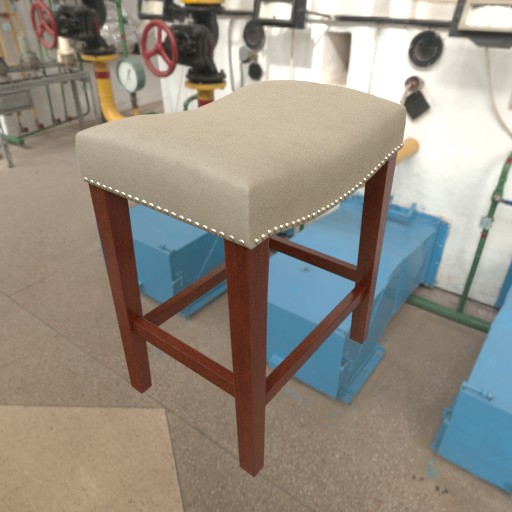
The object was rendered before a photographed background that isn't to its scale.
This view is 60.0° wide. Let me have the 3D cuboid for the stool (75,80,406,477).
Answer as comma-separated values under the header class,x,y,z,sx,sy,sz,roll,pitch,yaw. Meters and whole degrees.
class,x,y,z,sx,sy,sz,roll,pitch,yaw
stool,0.000,0.000,0.941,0.375,0.632,0.509,23,39,31
